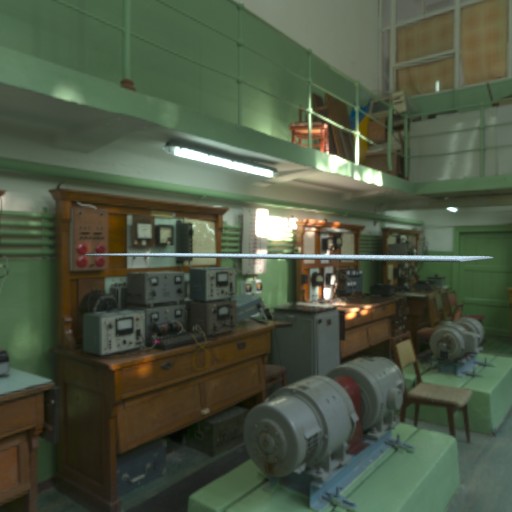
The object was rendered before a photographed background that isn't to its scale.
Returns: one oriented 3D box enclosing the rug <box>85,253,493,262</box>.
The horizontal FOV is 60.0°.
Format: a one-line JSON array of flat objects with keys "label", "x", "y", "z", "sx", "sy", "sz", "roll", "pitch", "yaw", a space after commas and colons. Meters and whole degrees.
[{"label": "rug", "x": 0.000, "y": 0.000, "z": 2.403, "sx": 2.196, "sy": 0.011, "sz": 0.662, "roll": 1, "pitch": 1, "yaw": 37}]
